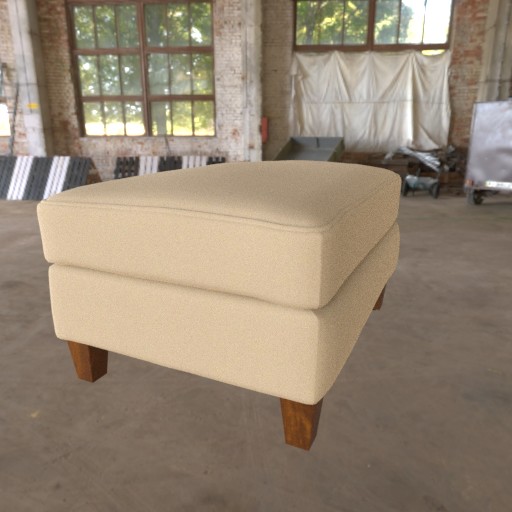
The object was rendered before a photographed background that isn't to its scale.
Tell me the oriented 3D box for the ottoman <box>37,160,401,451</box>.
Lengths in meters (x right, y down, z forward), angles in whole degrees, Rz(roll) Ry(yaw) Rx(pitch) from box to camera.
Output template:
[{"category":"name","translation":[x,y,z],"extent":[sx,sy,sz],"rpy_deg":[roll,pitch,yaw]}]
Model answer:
[{"category":"ottoman","translation":[0.000,0.000,1.164],"extent":[0.634,0.485,0.818],"rpy_deg":[8,18,24]}]
